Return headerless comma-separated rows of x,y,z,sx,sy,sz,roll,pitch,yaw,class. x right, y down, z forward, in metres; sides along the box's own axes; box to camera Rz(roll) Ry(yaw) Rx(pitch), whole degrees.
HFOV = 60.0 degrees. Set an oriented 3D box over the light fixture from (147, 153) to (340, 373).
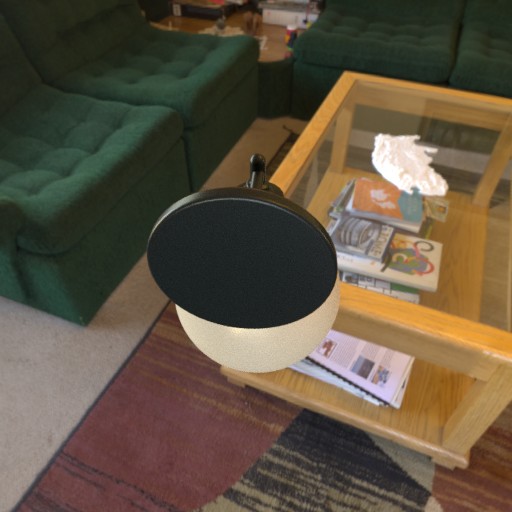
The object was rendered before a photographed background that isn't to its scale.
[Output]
0.000,0.000,0.471,0.197,0.332,0.230,4,45,4,light fixture
